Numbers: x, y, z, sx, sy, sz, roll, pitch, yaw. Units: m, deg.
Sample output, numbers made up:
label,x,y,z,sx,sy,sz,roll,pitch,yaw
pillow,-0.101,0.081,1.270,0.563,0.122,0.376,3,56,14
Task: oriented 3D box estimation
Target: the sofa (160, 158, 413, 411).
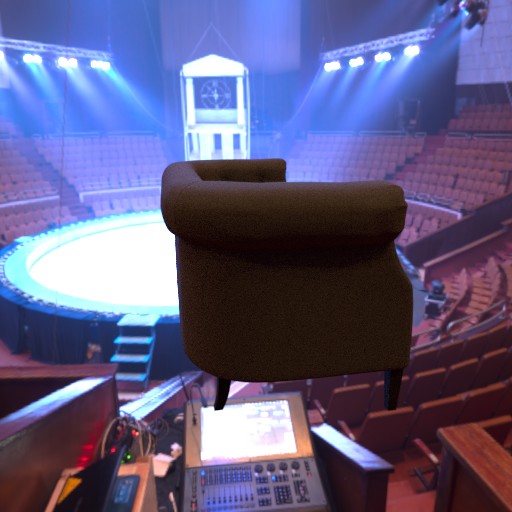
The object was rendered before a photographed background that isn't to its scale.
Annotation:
label,x,y,z,sx,sy,sz,roll,pitch,yaw
sofa,0.000,0.000,2.071,0.835,0.827,1.558,-3,16,-11
